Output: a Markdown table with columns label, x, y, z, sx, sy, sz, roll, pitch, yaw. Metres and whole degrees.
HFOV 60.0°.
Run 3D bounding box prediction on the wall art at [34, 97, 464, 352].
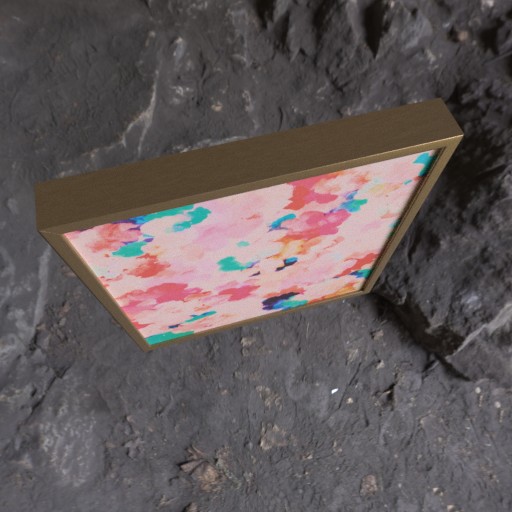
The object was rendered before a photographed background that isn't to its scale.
| label | x | y | z | sx | sy | sz | roll | pitch | yaw |
| --- | --- | --- | --- | --- | --- | --- | --- | --- | --- |
| wall art | 0.000 | 0.000 | 0.448 | 0.304 | 0.305 | 0.038 | -14 | 64 | -7 |
